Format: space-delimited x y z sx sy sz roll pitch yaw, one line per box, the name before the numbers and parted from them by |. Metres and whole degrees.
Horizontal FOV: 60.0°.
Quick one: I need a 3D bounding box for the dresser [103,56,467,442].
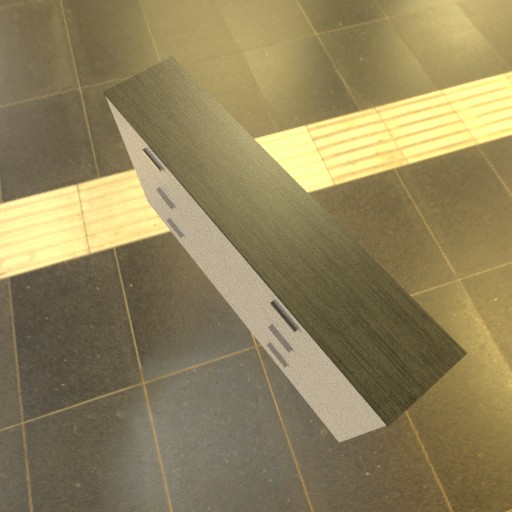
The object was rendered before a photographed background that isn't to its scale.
dresser | 0.000 0.000 1.840 0.333 0.790 1.535 -35 69 -16
